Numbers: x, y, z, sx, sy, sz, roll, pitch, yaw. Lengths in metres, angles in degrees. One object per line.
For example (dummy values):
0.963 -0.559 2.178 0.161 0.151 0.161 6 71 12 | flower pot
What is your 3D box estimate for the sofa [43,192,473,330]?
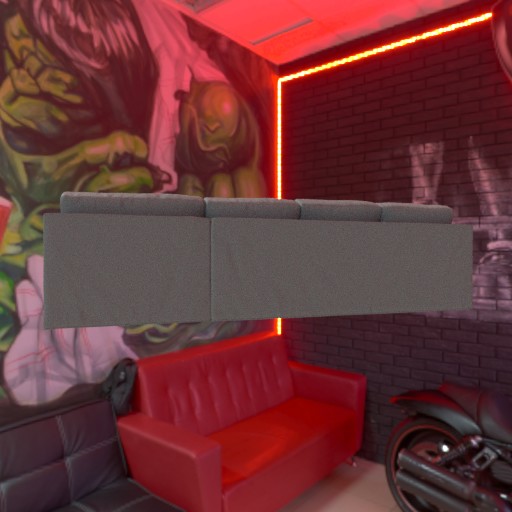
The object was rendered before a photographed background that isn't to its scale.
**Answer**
0.000 0.000 3.857 3.177 0.867 1.622 0 0 -18 | sofa
